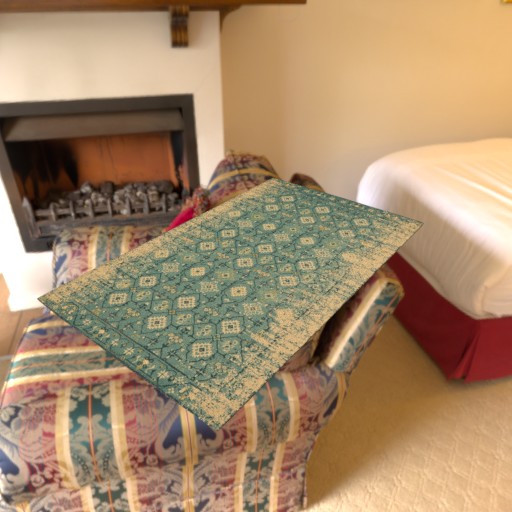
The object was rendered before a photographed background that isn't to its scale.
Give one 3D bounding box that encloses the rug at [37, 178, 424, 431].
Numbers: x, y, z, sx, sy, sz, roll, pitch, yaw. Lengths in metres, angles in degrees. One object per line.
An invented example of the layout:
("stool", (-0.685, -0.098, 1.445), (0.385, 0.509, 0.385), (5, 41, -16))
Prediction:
("rug", (0.000, 0.000, 2.287), (1.102, 0.008, 1.795), (23, 39, 32))
